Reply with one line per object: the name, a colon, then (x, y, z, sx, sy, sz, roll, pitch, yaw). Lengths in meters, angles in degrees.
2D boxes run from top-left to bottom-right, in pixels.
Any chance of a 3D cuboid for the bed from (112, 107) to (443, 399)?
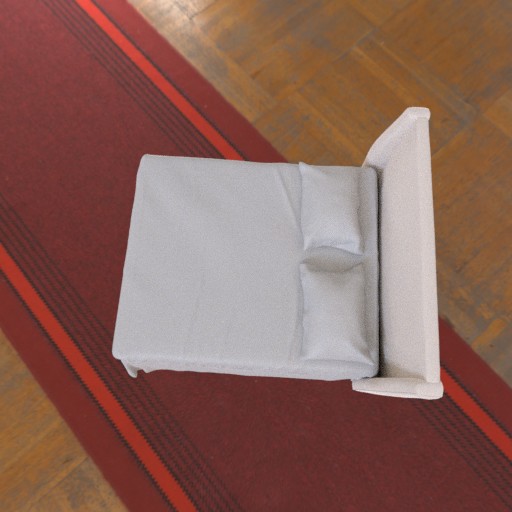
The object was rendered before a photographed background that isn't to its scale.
bed: (0.000, 0.000, 3.409, 2.276, 1.332, 1.925, 4, 74, 1)
